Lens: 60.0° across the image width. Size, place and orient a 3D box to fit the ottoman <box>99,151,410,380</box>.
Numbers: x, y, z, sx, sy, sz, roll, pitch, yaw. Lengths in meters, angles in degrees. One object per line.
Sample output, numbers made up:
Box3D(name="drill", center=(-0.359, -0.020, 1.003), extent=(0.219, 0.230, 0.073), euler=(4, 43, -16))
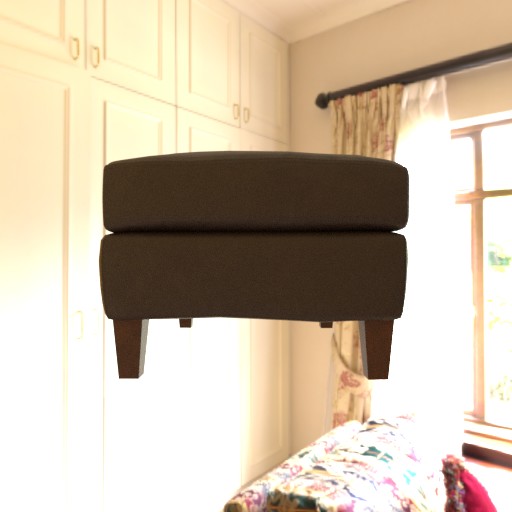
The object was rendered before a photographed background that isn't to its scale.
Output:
Box3D(name="ottoman", center=(0.000, 0.000, 1.315), extent=(0.659, 0.529, 0.887), euler=(0, -1, 0))
